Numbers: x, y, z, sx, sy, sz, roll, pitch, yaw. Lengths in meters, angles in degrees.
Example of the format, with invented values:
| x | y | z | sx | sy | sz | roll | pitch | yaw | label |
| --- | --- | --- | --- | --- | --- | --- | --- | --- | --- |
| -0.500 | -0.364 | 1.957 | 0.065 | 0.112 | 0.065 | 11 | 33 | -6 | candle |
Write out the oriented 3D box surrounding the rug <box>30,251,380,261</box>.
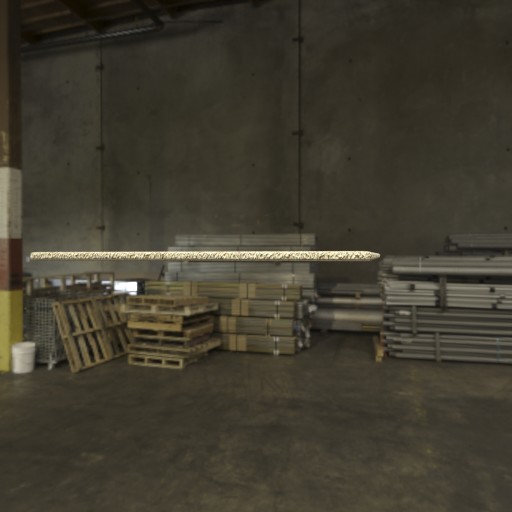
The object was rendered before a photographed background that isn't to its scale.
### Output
| x | y | z | sx | sy | sz | roll | pitch | yaw | label |
| --- | --- | --- | --- | --- | --- | --- | --- | --- | --- |
| 0.000 | 0.000 | 2.306 | 1.219 | 0.030 | 1.778 | 0 | 0 | 16 | rug |
